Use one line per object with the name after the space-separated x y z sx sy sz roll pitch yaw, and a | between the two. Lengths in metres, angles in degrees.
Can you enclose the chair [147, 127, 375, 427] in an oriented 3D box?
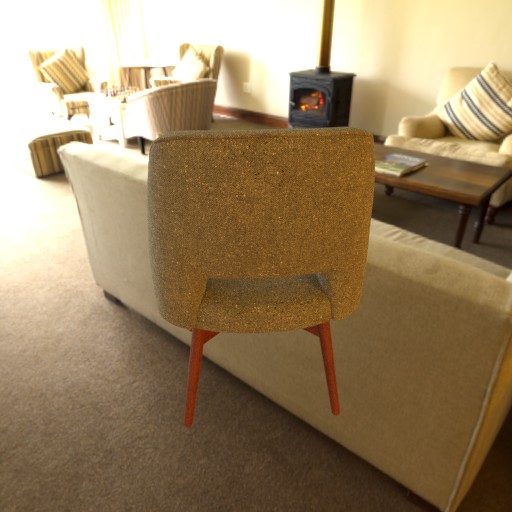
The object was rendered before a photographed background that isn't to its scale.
0.000 0.000 1.316 0.608 0.875 0.629 -3 30 -5 | chair
